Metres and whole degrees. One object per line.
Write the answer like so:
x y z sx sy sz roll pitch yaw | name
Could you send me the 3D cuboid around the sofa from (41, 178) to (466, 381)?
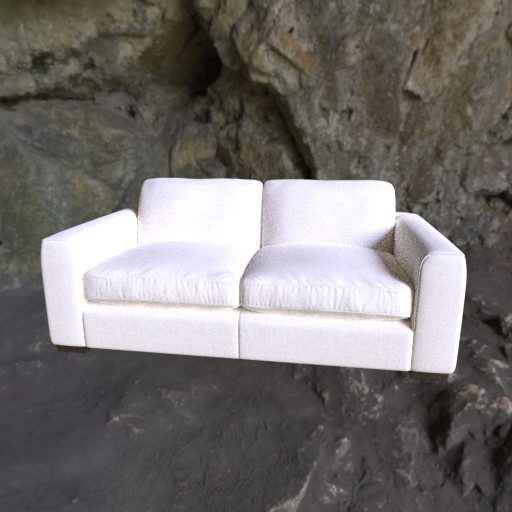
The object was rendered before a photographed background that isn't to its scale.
0.000 0.000 2.451 1.920 0.801 1.069 2 15 8 | sofa
